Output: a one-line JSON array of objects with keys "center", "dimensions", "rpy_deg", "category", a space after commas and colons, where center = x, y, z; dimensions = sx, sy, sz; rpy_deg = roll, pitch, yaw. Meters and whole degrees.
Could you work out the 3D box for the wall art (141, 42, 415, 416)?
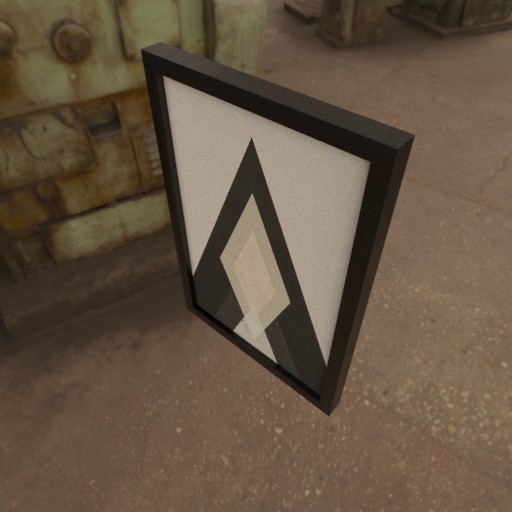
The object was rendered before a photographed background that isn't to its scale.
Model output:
[{"center": [0.000, 0.000, 0.583], "dimensions": [0.313, 0.457, 0.031], "rpy_deg": [31, 53, 28], "category": "wall art"}]
